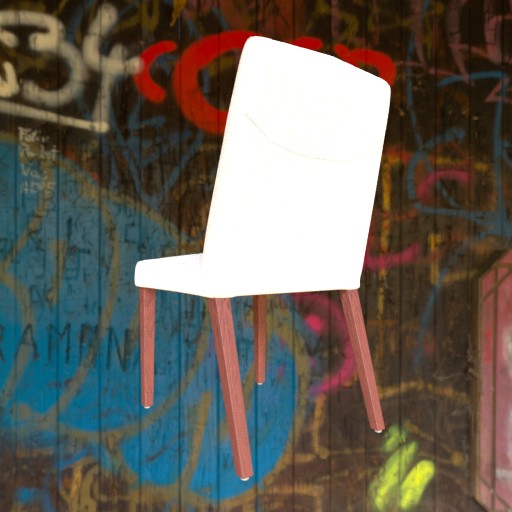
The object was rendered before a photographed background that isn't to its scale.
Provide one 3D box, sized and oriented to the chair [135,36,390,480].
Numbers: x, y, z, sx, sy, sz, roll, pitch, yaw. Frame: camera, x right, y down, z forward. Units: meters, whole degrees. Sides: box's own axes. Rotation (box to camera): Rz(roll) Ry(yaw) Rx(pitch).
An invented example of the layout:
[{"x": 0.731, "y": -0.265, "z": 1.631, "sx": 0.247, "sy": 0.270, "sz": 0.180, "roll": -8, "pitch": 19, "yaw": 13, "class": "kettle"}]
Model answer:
[{"x": 0.000, "y": 0.000, "z": 1.221, "sx": 0.480, "sy": 0.900, "sz": 0.594, "roll": 0, "pitch": 0, "yaw": -36, "class": "chair"}]
